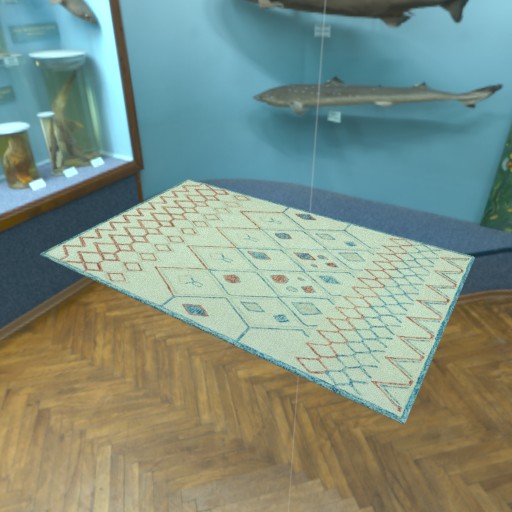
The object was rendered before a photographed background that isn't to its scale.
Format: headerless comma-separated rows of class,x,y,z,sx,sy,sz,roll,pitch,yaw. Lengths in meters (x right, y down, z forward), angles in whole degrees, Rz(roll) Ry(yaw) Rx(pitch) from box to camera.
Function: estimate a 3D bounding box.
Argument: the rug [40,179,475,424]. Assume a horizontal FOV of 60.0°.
rug,0.000,0.000,2.929,2.438,0.015,1.524,19,37,27
